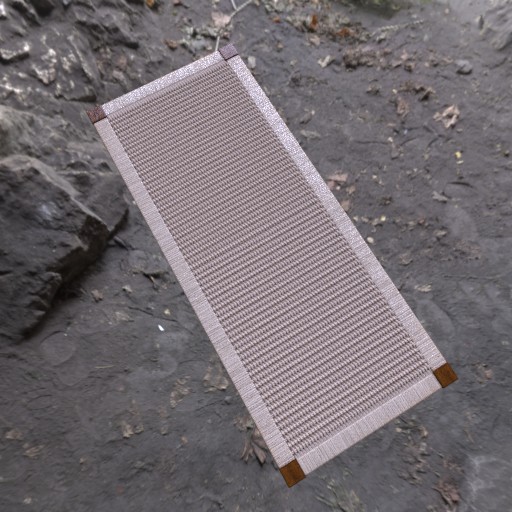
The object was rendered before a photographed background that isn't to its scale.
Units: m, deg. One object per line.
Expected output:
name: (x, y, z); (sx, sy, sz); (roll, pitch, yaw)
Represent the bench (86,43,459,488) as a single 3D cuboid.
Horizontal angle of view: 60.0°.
bench: (0.000, 0.000, 1.460); (0.507, 0.457, 1.198); (-29, 76, -8)
